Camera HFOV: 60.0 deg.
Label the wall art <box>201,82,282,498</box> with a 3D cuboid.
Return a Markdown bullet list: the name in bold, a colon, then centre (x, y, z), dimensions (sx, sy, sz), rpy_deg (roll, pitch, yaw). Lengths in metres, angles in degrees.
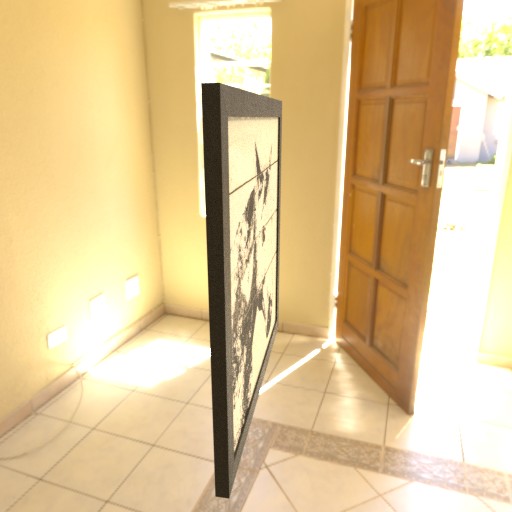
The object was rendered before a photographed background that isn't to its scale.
- **wall art**: centre (0.000, 0.000, 1.488), dimensions (0.038, 1.016, 1.016), rpy_deg (3, 18, 10)
